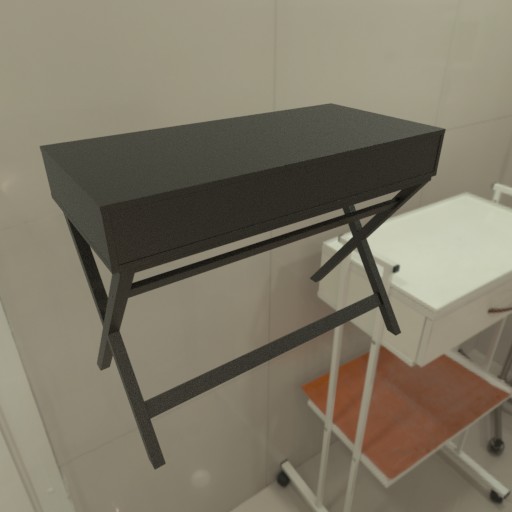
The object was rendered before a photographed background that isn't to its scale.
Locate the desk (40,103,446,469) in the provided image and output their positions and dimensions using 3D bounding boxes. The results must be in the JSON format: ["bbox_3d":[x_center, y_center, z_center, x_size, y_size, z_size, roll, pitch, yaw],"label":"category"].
[{"bbox_3d":[0.000,0.000,1.456,1.057,0.780,0.504,-19,34,-30],"label":"desk"}]
